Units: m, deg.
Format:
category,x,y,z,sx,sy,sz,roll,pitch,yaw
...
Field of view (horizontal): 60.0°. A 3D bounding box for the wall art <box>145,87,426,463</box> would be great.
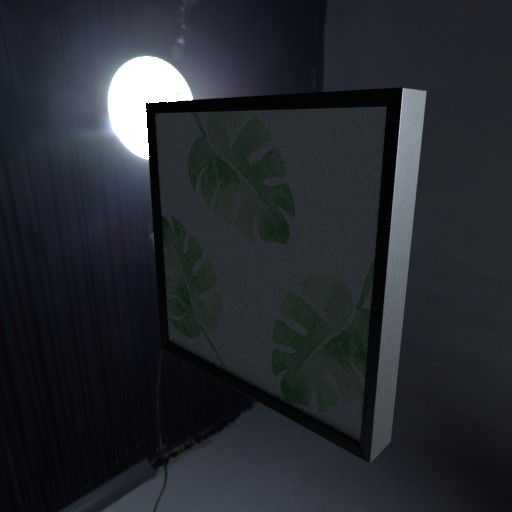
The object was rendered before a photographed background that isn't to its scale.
category,x,y,z,sx,sy,sz,roll,pitch,yaw
wall art,0.000,0.000,0.451,0.304,0.304,0.038,15,22,41
